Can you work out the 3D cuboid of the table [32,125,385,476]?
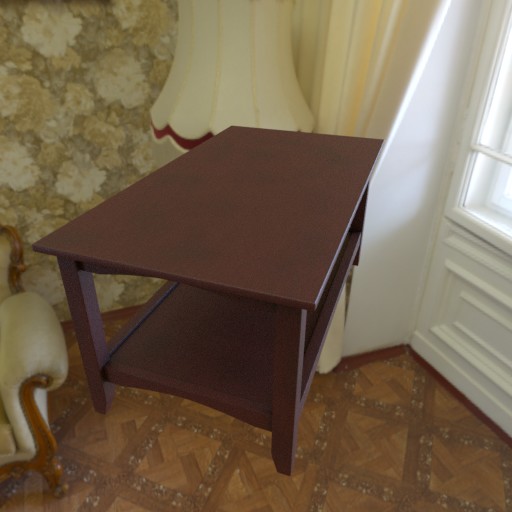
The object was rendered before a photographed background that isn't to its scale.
[{"bbox_3d":[0.000,0.000,1.228,0.533,0.456,0.943,10,32,17],"label":"table"}]
